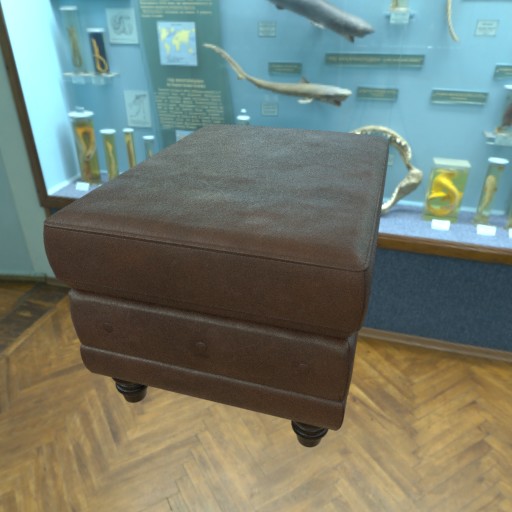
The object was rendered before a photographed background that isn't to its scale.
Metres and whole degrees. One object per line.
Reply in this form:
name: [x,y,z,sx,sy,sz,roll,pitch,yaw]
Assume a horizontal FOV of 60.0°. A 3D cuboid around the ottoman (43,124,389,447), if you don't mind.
ottoman: [0.000,0.000,1.149,0.588,0.509,0.795,8,30,15]
